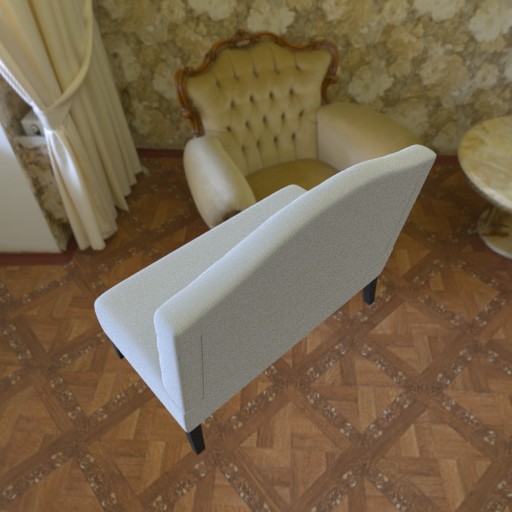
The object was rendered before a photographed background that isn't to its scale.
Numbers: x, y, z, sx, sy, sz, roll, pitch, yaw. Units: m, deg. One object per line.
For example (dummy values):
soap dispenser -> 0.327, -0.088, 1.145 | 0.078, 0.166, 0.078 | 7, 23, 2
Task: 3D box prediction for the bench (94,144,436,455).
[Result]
bench -> 0.000, 0.000, 2.032 | 1.335, 1.180, 0.815 | -33, 54, -28
